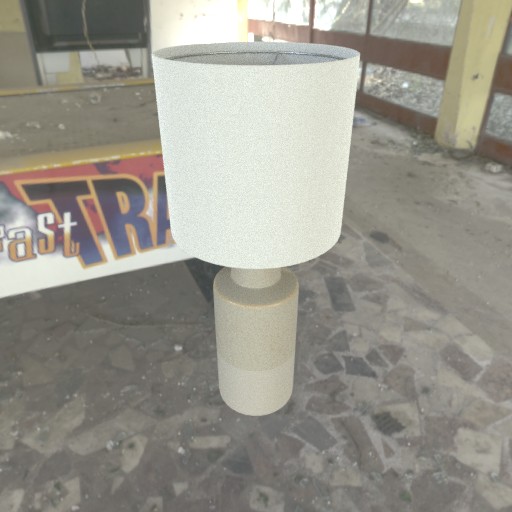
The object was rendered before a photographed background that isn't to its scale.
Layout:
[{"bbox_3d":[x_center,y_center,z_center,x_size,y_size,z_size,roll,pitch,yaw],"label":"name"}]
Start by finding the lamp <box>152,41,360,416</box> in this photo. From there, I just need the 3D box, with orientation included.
[{"bbox_3d":[0.000,0.000,0.584,0.212,0.493,0.212,8,32,13],"label":"lamp"}]
